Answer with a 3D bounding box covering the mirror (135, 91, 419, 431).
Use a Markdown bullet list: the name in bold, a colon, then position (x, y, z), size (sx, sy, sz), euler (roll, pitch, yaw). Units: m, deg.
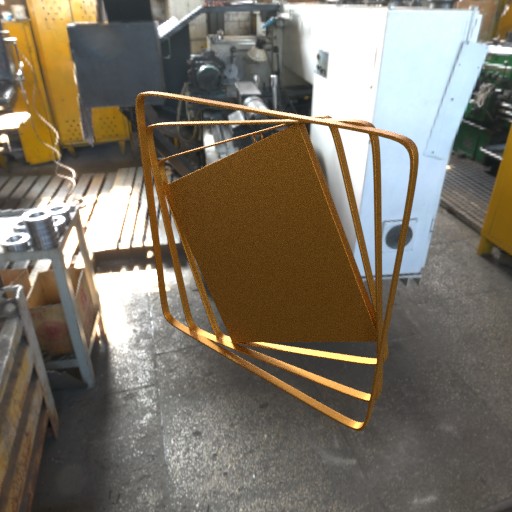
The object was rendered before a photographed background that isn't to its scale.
- **mirror**: position (0.000, 0.000, 0.709), size (0.470, 0.468, 0.045), euler (22, 36, 33)
